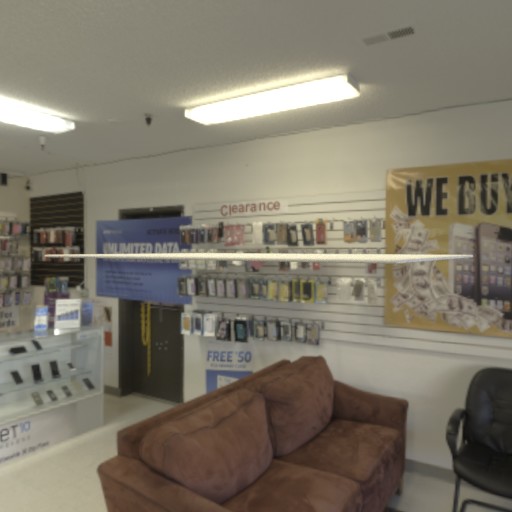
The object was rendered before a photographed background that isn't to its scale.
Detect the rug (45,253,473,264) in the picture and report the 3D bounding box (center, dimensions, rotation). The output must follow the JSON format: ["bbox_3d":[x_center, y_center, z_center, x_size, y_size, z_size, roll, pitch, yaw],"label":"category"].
[{"bbox_3d":[0.000,0.000,2.266,1.829,0.013,1.219,1,1,35],"label":"rug"}]
